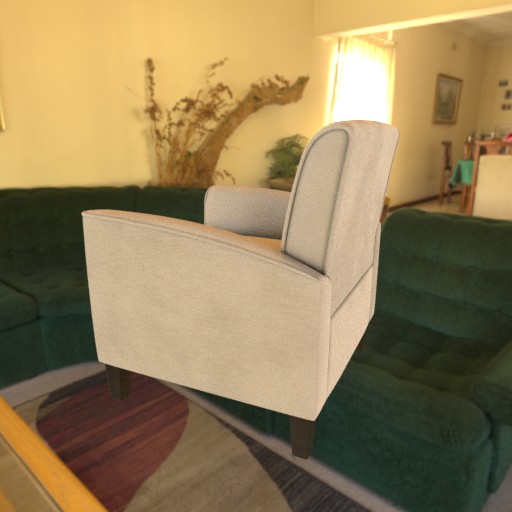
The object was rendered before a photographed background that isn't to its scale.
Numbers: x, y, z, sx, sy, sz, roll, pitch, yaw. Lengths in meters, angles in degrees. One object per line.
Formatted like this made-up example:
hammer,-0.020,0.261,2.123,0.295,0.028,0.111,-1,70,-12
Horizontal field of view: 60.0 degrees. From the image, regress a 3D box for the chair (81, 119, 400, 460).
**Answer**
chair,0.000,0.000,1.576,0.821,0.915,0.820,7,17,24
